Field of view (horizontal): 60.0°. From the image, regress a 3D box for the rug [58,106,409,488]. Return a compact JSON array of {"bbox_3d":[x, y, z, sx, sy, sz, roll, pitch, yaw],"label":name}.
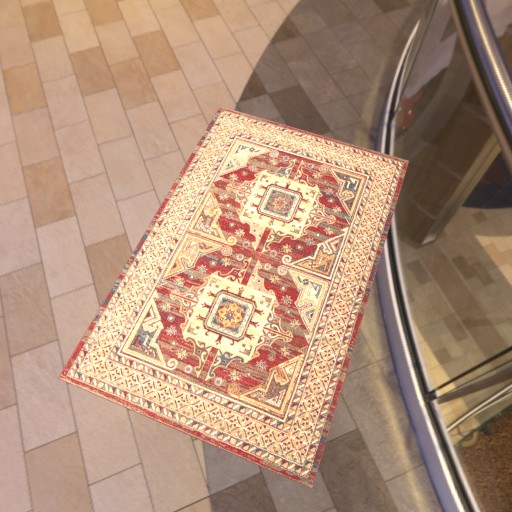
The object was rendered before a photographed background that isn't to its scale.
[{"bbox_3d":[0.000,0.000,5.777,3.033,0.033,4.578,19,64,10],"label":"rug"}]
